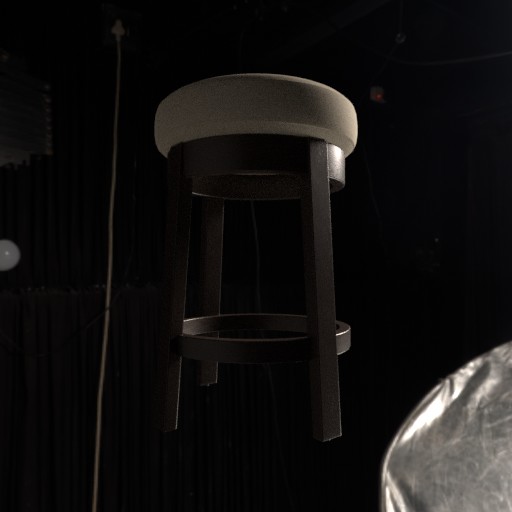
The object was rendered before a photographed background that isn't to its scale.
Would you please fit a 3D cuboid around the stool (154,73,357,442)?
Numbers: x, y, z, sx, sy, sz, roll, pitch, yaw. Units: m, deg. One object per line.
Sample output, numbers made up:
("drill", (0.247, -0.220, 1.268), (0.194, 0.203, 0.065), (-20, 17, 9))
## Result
("stool", (0.000, 0.000, 0.959), (0.449, 0.655, 0.449), (0, -1, 0))
